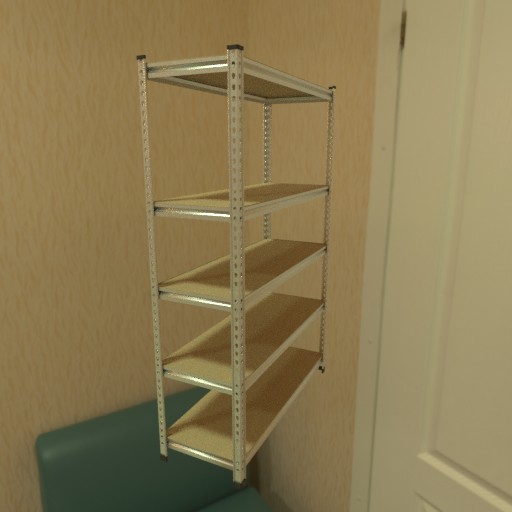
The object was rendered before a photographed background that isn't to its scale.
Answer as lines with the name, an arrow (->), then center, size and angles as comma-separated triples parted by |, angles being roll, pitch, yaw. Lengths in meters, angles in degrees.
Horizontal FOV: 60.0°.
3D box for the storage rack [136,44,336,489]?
storage rack -> 0.000, 0.000, 2.383 | 0.457, 1.829, 1.219 | 7, 15, 25
